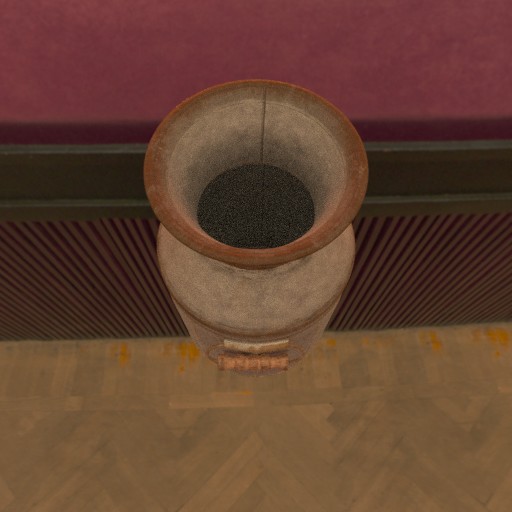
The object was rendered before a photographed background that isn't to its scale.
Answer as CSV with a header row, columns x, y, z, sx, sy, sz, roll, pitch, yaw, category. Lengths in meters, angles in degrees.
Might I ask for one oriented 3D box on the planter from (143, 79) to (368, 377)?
x,y,z,sx,sy,sz,roll,pitch,yaw,category
0.000,0.000,0.510,0.215,0.358,0.248,0,65,0,planter
